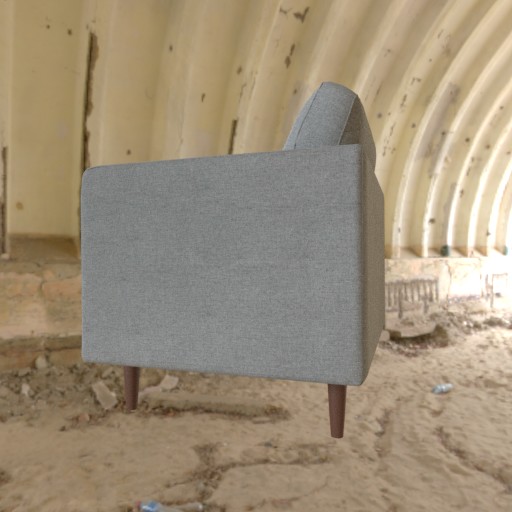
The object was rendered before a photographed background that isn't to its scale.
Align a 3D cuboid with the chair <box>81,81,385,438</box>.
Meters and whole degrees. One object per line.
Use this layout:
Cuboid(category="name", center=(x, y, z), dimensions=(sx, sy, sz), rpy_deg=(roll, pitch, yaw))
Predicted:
Cuboid(category="chair", center=(0.000, 0.000, 1.492), dimensions=(0.800, 0.927, 0.855), rpy_deg=(0, 1, 19))
